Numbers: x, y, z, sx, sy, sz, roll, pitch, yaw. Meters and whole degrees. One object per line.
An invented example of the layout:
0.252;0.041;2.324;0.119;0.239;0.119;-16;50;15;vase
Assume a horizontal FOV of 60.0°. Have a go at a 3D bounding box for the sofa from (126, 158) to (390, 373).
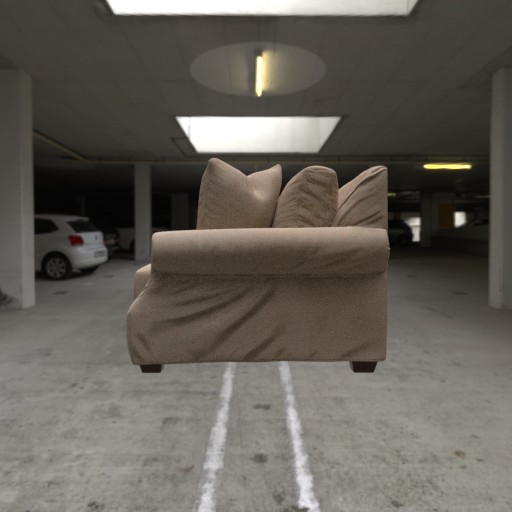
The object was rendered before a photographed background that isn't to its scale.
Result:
0.000;0.000;2.819;1.067;0.904;2.285;0;1;0;sofa
